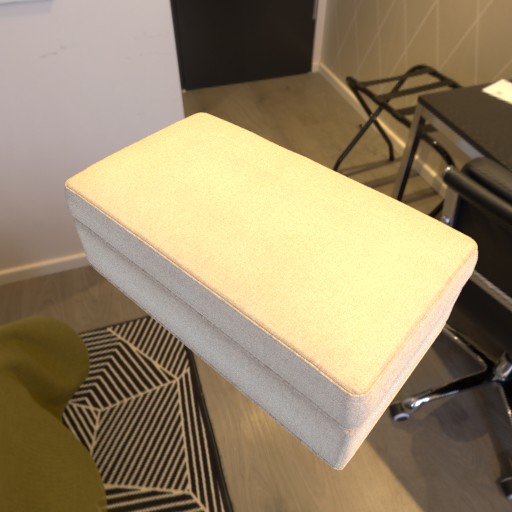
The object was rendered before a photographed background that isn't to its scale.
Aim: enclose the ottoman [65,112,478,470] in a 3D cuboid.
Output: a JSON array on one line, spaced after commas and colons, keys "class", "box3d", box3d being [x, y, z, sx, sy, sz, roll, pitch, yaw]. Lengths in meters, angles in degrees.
[{"class": "ottoman", "box3d": [0.000, 0.000, 1.391, 1.097, 0.448, 0.617, 32, 54, 27]}]
